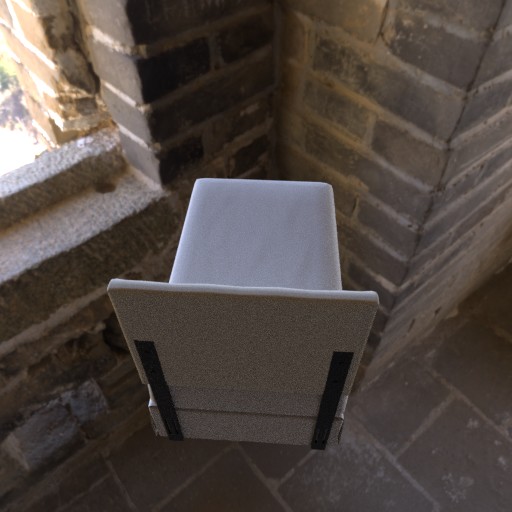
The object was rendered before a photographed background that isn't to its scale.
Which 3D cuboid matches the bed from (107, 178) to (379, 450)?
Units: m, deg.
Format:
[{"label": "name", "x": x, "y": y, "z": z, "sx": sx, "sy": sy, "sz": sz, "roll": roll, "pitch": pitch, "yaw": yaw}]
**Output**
[{"label": "bed", "x": 0.000, "y": 0.000, "z": 3.058, "sx": 1.261, "sy": 1.571, "sz": 1.997, "roll": 3, "pitch": 46, "yaw": 2}]
